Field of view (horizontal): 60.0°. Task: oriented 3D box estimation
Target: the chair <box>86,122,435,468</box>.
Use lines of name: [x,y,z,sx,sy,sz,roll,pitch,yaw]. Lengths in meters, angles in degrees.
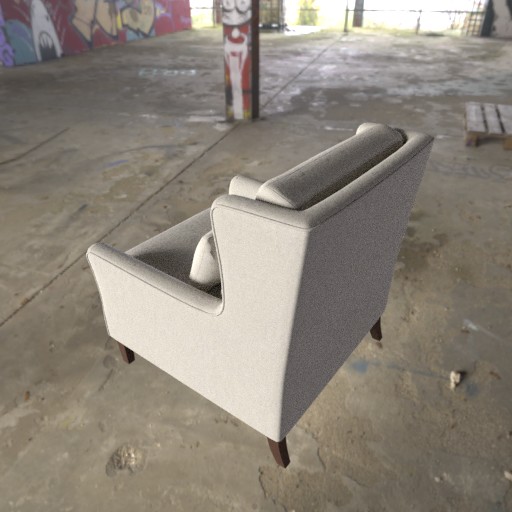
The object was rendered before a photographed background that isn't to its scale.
chair: [0.000,0.000,1.876,1.040,1.056,0.982,22,38,31]
